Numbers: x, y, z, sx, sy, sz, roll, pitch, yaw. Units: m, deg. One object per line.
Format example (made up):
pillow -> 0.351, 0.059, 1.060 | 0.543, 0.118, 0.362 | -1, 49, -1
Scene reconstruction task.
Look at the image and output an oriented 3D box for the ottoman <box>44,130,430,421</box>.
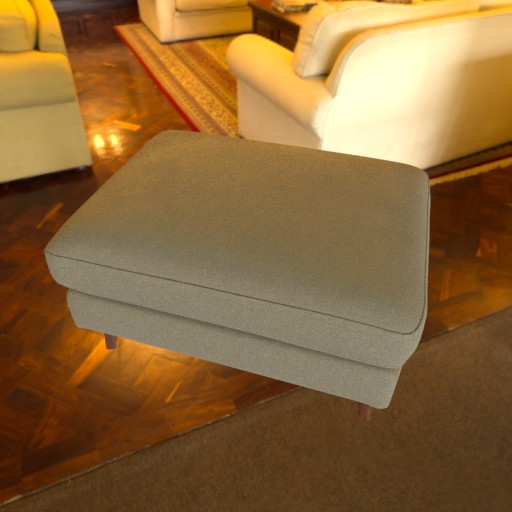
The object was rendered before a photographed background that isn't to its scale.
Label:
ottoman -> 0.000, 0.000, 1.163 | 0.811, 0.449, 0.608 | 12, 43, 13
